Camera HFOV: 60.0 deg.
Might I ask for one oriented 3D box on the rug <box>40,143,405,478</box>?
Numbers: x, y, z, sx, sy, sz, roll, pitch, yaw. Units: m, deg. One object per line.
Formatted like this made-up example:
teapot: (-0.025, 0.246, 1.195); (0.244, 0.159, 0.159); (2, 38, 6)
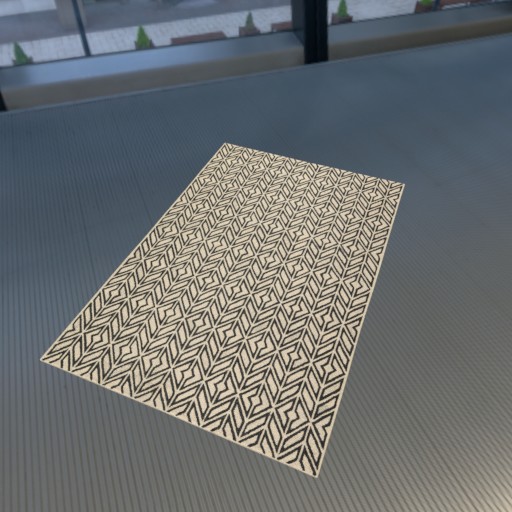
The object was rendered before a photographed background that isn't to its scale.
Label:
rug: (0.000, 0.000, 2.293); (1.220, 0.007, 1.828); (17, 48, 15)
